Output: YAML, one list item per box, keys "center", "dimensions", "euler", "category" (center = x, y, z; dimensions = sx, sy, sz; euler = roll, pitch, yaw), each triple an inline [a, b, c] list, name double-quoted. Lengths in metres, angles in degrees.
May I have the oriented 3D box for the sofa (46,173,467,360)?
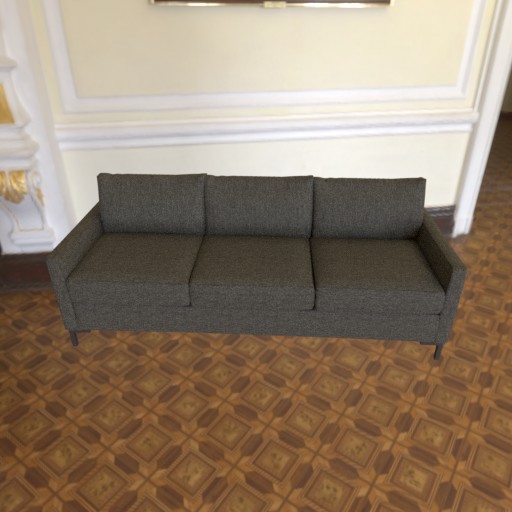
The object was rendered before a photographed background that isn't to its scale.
- center: [0.000, 0.000, 2.760]
  dimensions: [2.253, 0.879, 0.876]
  euler: [2, 30, 3]
  category: "sofa"
